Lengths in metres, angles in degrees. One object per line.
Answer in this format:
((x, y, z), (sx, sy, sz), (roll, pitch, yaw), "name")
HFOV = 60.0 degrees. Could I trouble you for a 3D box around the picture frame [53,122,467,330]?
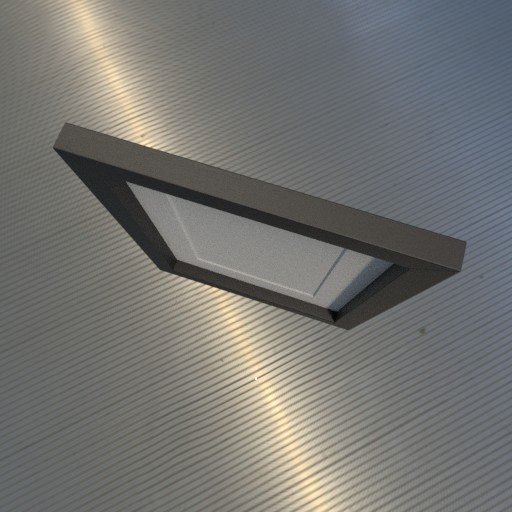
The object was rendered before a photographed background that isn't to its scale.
((0.000, 0.000, 0.505), (0.307, 0.383, 0.036), (17, 75, 5), "picture frame")
